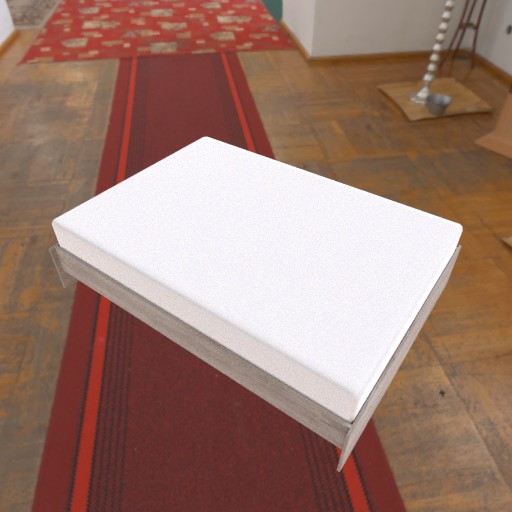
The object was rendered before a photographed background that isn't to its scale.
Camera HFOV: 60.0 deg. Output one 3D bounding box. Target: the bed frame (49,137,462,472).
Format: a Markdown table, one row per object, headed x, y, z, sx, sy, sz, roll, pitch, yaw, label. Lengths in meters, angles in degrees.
| x | y | z | sx | sy | sz | roll | pitch | yaw | label |
| --- | --- | --- | --- | --- | --- | --- | --- | --- | --- |
| 0.000 | 0.000 | 2.645 | 1.945 | 0.497 | 1.445 | 25 | 47 | 26 | bed frame |
